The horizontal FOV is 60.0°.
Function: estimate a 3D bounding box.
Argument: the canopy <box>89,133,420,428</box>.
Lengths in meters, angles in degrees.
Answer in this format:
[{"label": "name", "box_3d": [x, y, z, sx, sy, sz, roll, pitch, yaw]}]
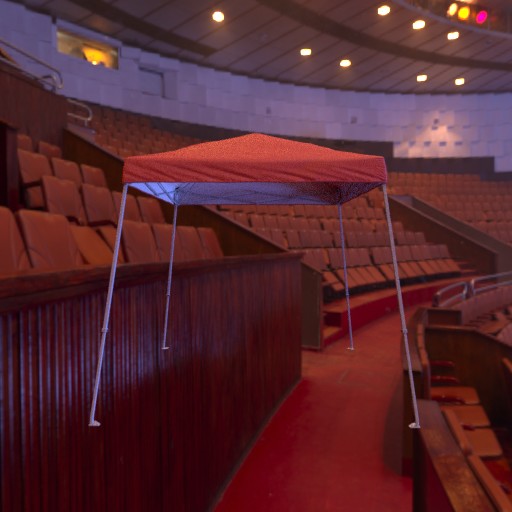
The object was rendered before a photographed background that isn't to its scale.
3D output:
[{"label": "canopy", "box_3d": [0.000, 0.000, 6.551, 3.600, 3.600, 3.599, 0, 2, 1]}]
